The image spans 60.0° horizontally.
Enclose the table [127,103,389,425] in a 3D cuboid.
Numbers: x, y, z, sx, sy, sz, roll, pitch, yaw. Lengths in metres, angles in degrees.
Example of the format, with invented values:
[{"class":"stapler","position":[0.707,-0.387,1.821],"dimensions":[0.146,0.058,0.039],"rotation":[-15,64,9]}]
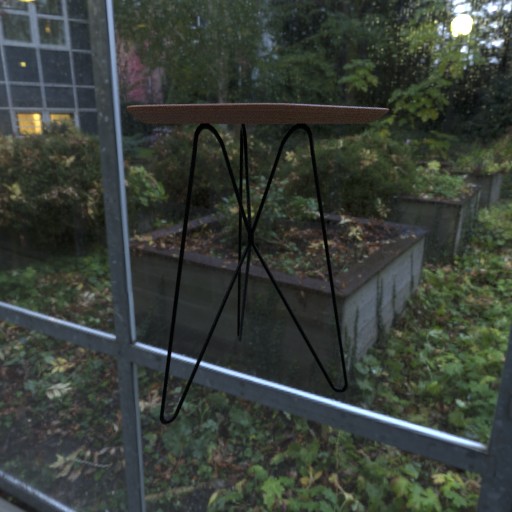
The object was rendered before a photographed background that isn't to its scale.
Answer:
[{"class":"table","position":[0.000,0.000,0.895],"dimensions":[0.500,0.562,0.400],"rotation":[-15,22,-41]}]
